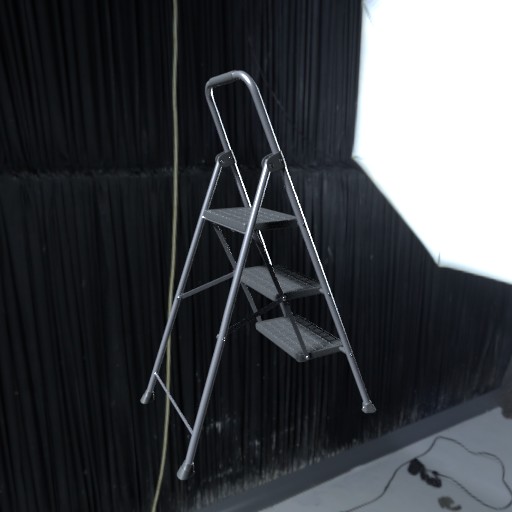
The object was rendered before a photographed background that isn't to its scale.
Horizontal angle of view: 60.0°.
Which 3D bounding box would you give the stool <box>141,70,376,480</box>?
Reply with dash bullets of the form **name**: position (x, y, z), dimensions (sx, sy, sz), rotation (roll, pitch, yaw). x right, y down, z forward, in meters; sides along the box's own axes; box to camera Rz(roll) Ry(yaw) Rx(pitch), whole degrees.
- **stool**: position (0.000, 0.000, 1.480), dimensions (0.733, 1.121, 0.473), rotation (-7, 16, -27)
